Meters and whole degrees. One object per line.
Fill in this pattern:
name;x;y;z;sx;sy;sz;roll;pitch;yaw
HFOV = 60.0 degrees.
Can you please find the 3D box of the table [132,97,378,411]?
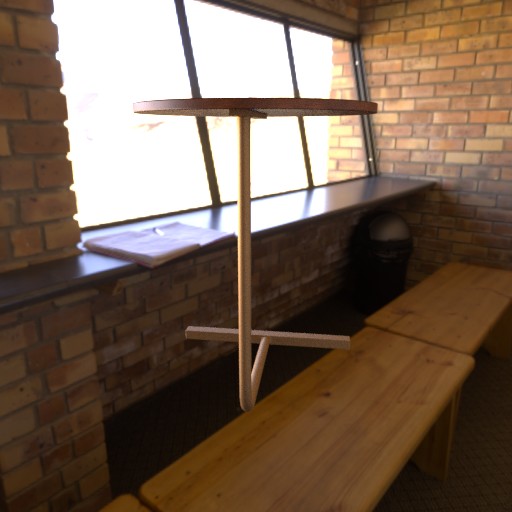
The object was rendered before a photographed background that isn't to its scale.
table;0.000;0.000;1.097;0.530;0.706;0.577;2;16;8
